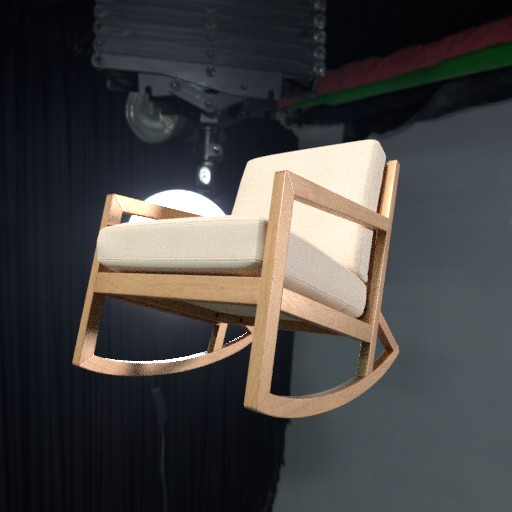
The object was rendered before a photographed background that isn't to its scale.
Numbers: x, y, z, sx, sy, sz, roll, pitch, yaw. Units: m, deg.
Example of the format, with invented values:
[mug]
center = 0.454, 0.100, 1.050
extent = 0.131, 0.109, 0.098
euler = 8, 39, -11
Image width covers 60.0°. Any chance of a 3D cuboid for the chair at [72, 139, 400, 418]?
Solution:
[chair]
center = 0.000, 0.000, 1.380
extent = 0.622, 0.790, 0.857
euler = 0, 0, 36
